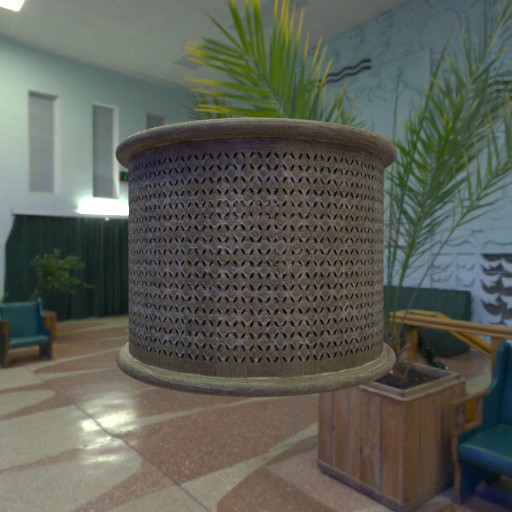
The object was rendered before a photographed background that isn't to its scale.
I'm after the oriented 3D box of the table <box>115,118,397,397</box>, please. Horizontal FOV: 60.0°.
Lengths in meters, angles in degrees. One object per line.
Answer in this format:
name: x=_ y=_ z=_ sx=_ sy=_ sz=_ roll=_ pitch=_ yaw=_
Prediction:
table: x=0.000 y=0.000 z=1.006 sx=0.607 sy=0.450 sz=0.607 roll=0 pitch=1 yaw=0
